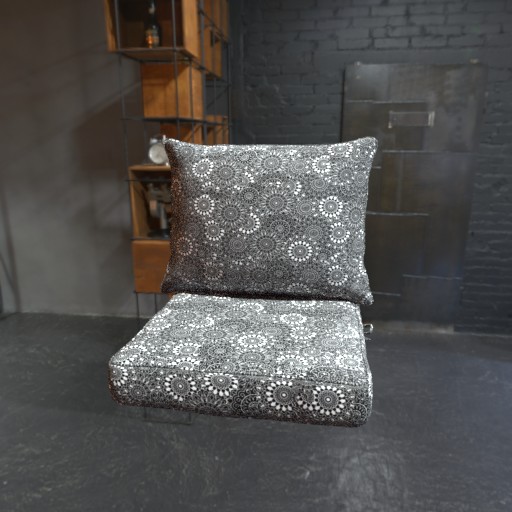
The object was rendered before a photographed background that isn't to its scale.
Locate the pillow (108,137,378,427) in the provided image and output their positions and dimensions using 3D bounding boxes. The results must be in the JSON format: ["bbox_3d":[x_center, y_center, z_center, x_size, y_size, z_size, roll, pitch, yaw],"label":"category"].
[{"bbox_3d":[0.000,0.000,1.389,0.798,0.722,0.740,2,15,9],"label":"pillow"}]
